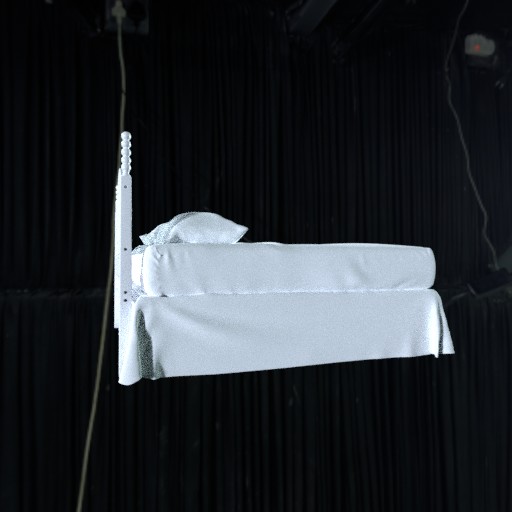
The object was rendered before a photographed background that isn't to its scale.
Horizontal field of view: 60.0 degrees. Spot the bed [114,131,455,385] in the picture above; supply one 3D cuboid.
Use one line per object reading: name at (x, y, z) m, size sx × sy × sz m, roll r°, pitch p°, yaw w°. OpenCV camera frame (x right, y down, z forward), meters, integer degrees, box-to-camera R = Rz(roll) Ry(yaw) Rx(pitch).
bed at (0.000, 0.000, 3.672) m, size 2.219 × 1.355 × 2.322 m, roll 0°, pitch -1°, yaw -18°
